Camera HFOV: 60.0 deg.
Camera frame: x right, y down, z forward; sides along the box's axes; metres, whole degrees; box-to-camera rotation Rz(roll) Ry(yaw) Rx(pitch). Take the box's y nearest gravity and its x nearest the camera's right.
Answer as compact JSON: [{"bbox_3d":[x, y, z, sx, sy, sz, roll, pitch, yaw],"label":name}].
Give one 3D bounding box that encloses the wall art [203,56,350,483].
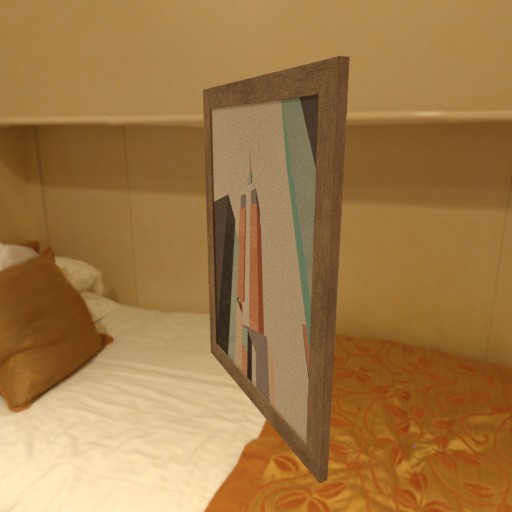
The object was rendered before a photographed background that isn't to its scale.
[{"bbox_3d":[0.000,0.000,0.913,0.018,0.686,0.534,-8,17,-25],"label":"wall art"}]
